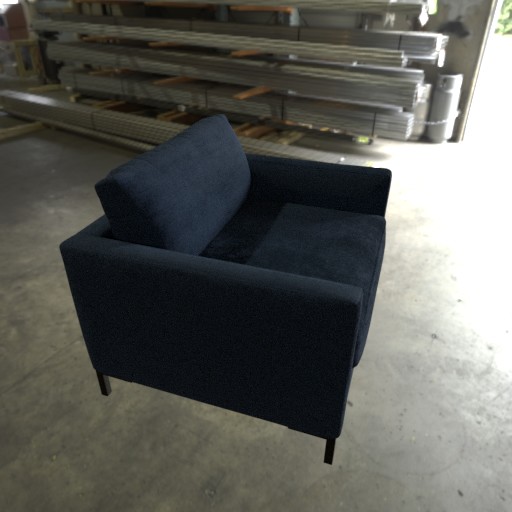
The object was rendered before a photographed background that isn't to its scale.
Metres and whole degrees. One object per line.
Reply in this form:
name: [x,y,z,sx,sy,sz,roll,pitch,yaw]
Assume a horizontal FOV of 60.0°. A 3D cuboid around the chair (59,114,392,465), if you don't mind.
chair: [0.000,0.000,1.611,0.875,0.812,0.964,10,33,16]
